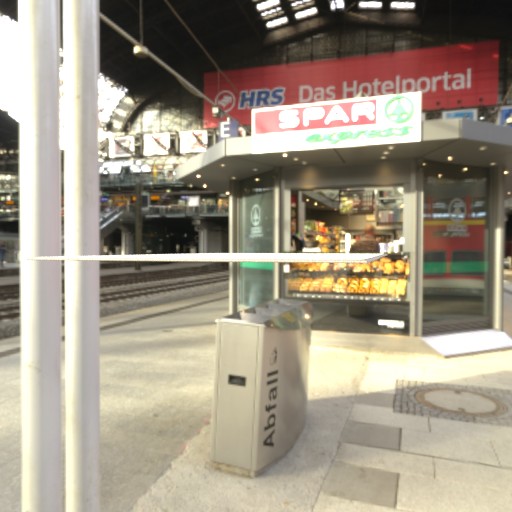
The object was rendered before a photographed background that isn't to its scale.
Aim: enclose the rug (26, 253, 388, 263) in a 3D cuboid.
[{"bbox_3d":[0.000,0.000,2.938,1.608,0.014,2.213,0,1,18],"label":"rug"}]
